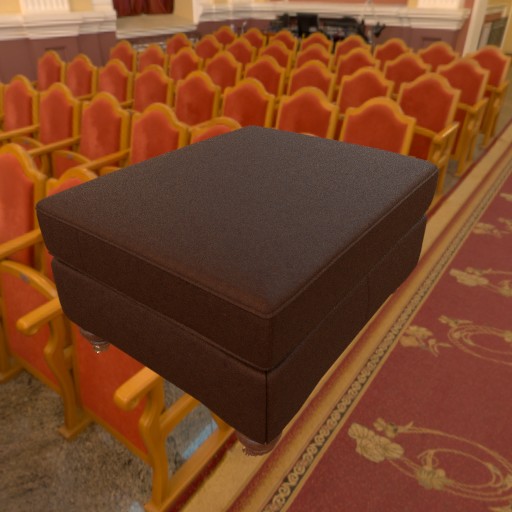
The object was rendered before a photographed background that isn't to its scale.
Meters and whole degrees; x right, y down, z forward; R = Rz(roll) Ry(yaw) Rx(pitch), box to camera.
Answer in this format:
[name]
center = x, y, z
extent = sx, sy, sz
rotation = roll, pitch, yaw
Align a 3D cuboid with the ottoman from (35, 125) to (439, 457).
[ottoman]
center = 0.000, 0.000, 1.754
extent = 0.967, 0.730, 1.187
rotation = 21, 37, 31
